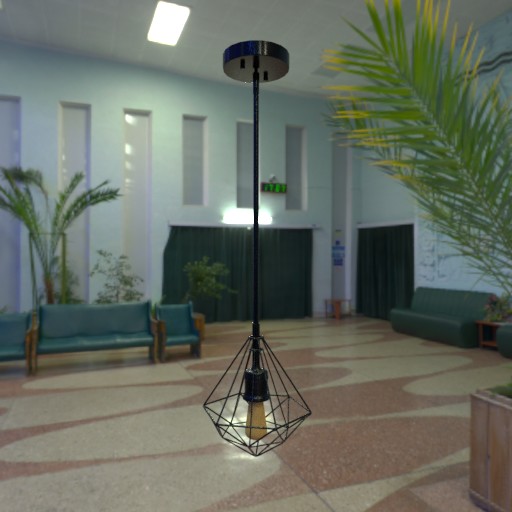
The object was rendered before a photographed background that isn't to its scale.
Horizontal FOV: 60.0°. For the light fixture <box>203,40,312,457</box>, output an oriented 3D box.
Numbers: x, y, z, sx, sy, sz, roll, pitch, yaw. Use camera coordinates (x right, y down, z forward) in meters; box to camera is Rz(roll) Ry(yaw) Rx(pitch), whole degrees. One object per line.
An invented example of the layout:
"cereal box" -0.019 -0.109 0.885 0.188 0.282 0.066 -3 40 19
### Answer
"light fixture" 0.000 0.000 1.956 0.431 1.764 0.487 0 0 -19
